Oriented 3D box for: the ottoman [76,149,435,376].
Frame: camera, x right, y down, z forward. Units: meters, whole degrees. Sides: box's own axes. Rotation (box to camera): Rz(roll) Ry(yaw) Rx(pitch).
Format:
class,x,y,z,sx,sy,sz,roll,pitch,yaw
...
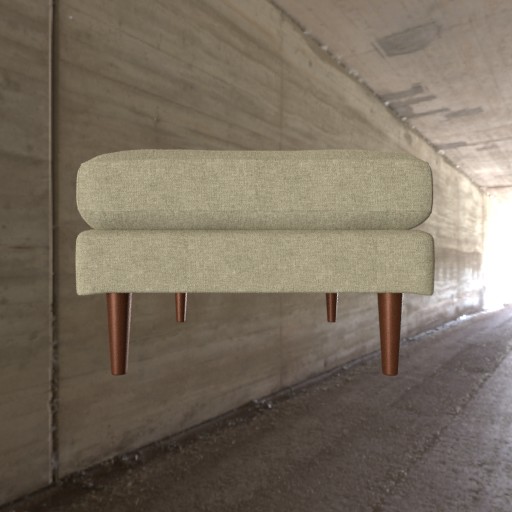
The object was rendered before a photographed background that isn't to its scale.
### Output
class,x,y,z,sx,sy,sz,roll,pitch,yaw
ottoman,0.000,0.000,1.240,0.693,0.474,0.821,0,0,0
